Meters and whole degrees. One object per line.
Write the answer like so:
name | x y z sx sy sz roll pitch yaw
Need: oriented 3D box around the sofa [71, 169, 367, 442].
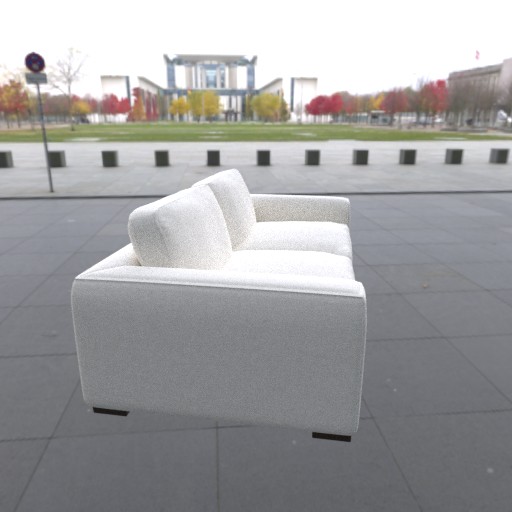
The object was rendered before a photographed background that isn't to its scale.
sofa | 0.000 0.000 2.432 1.069 0.801 1.920 3 17 9
